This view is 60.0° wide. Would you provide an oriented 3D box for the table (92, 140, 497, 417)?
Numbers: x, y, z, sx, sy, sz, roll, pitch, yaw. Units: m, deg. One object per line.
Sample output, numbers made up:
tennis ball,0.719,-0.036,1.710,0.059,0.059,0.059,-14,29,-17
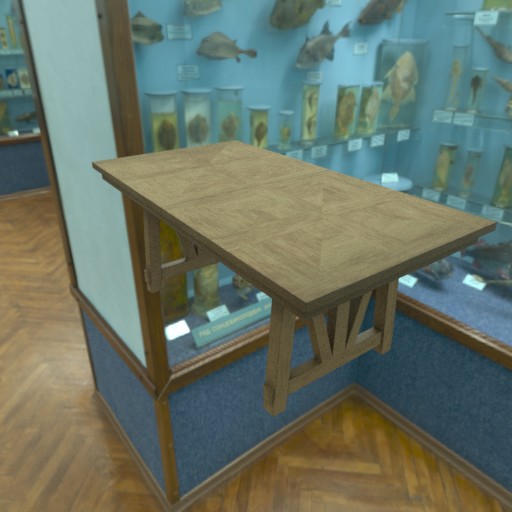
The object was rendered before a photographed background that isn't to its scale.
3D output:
table,0.000,0.000,2.356,1.016,0.768,1.881,-18,32,-32
